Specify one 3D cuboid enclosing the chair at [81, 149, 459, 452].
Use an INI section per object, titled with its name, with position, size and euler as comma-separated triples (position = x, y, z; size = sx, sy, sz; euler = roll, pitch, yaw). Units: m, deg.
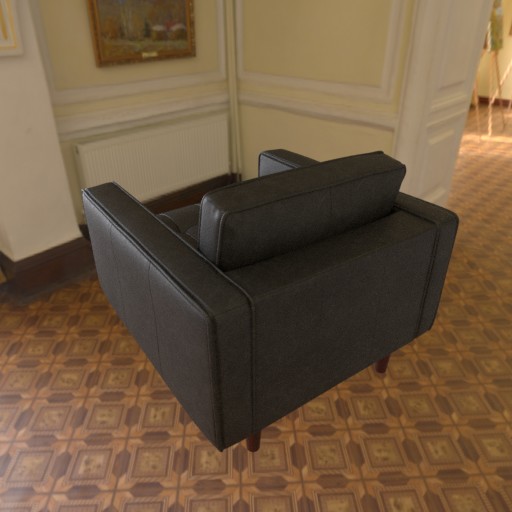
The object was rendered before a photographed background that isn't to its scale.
[chair]
position = 0.000, 0.000, 1.523
size = 0.889, 0.763, 0.914
euler = -19, 35, -30
